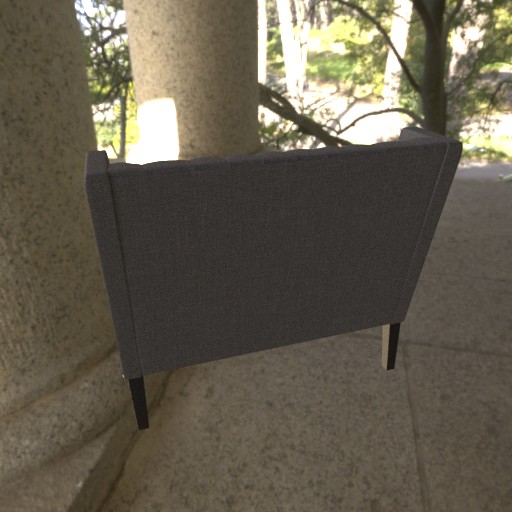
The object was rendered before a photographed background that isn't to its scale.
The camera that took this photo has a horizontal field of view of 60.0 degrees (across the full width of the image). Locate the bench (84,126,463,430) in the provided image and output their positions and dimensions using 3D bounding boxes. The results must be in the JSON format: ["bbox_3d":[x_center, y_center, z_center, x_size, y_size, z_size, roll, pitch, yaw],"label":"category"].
[{"bbox_3d":[0.000,0.000,1.984,1.276,1.121,0.842,-8,29,-15],"label":"bench"}]
